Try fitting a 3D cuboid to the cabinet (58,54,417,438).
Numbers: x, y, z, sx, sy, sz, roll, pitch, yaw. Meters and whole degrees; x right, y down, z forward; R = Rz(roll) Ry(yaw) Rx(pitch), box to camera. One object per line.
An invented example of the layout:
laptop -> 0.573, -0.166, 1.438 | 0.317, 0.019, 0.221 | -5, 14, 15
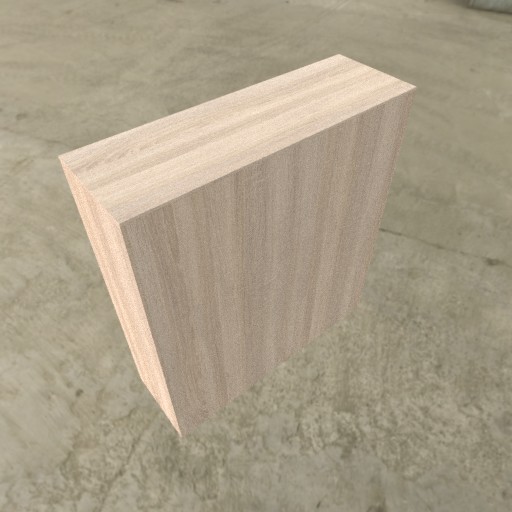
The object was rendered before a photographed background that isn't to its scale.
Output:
cabinet -> 0.000, 0.000, 3.032 | 1.870, 2.060, 0.620 | -30, 53, -26
